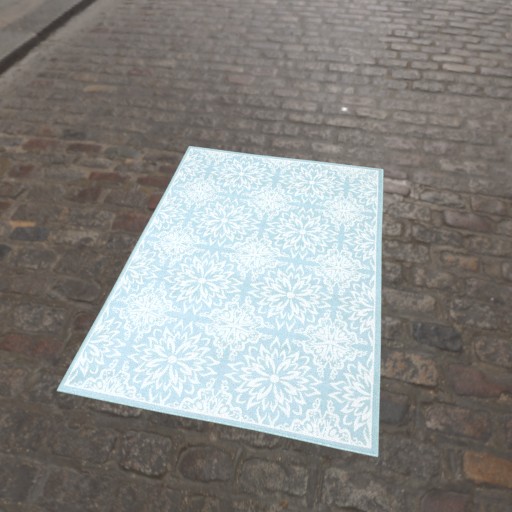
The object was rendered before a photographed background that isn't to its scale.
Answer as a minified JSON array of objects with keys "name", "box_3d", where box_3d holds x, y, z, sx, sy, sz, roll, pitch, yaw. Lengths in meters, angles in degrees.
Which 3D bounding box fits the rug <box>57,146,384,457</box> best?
[{"name":"rug","box_3d":[0.000,0.000,2.844,1.589,0.014,2.205,9,48,8]}]
